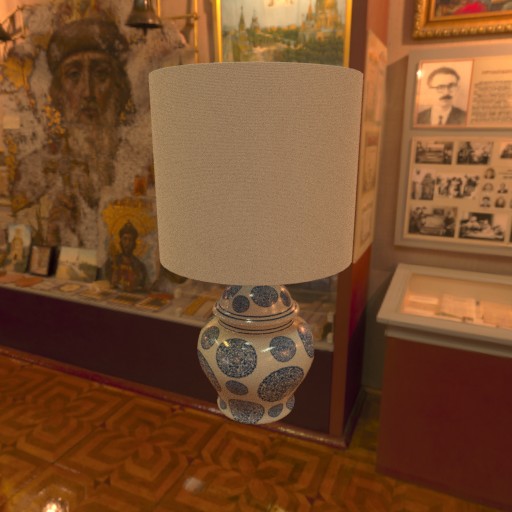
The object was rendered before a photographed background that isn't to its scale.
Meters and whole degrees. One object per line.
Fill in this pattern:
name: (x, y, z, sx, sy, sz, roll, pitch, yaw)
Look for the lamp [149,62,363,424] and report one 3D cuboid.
lamp: (0.000, 0.000, 0.506, 0.215, 0.381, 0.215, 8, 18, 25)
